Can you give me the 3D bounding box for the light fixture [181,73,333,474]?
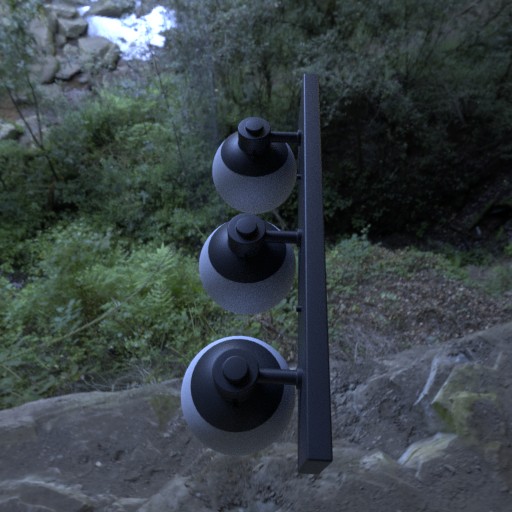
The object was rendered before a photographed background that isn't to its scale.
[{"bbox_3d":[0.000,0.000,0.822,0.218,0.263,0.721,3,58,2],"label":"light fixture"}]
